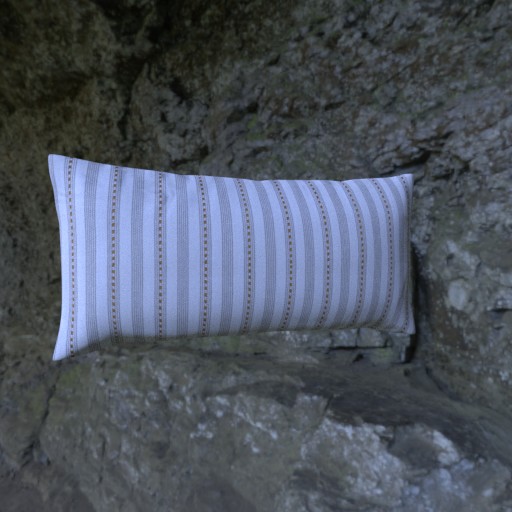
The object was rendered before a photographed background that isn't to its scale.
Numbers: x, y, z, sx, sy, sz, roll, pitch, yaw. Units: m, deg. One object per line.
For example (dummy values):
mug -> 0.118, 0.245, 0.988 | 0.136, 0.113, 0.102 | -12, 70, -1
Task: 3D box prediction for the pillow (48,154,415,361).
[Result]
pillow -> 0.000, 0.000, 0.714 | 0.608, 0.291, 0.151 | -1, 2, -17
